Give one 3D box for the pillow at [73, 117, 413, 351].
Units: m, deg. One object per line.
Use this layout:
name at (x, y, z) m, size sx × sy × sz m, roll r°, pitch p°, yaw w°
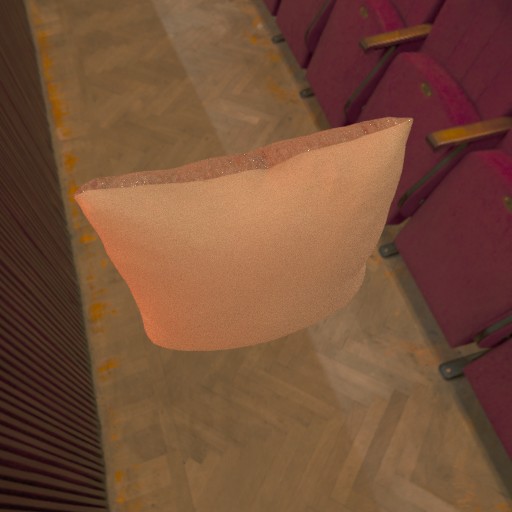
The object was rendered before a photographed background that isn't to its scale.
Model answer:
pillow at (0.000, 0.000, 0.730) m, size 0.450 × 0.448 × 0.245 m, roll -13°, pitch 59°, yaw -8°
